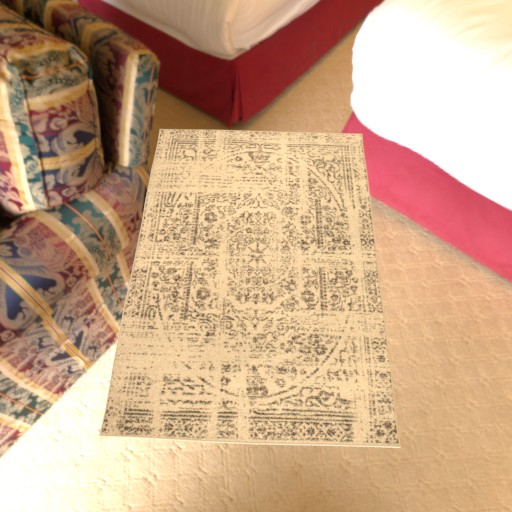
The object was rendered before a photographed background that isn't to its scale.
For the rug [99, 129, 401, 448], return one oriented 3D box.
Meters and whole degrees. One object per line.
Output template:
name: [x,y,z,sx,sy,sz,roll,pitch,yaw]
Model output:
rug: [0.000,0.000,3.097,1.706,0.026,2.438,2,60,1]
